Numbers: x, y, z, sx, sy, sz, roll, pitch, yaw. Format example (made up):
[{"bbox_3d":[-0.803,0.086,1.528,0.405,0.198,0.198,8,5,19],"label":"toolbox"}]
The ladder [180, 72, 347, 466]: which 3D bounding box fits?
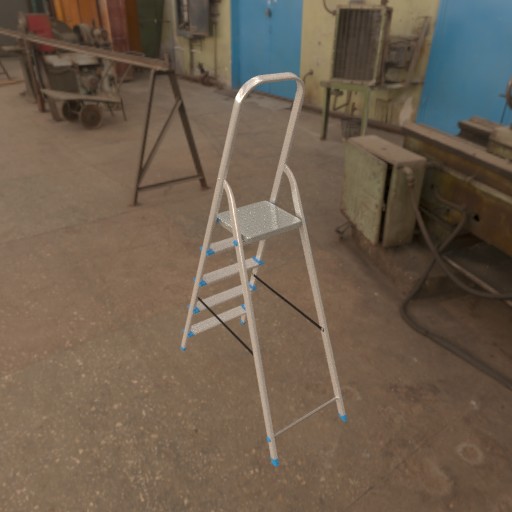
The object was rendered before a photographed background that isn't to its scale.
[{"bbox_3d":[0.000,0.000,2.111,0.468,1.648,0.990,-19,36,-29],"label":"ladder"}]
